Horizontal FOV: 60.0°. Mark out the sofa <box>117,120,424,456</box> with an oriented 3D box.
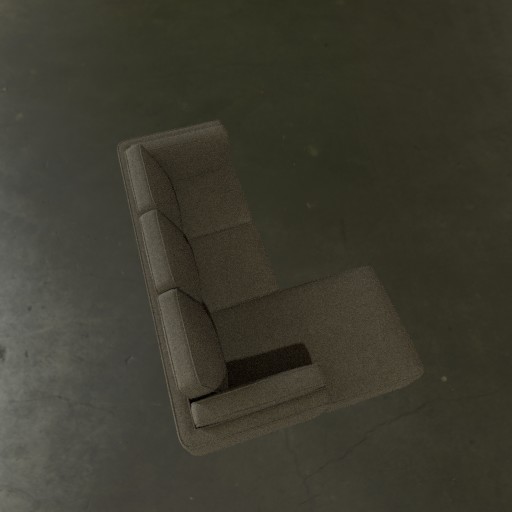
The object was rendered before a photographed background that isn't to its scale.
[{"bbox_3d":[0.000,0.000,3.301,1.604,0.929,2.411,-15,60,-9],"label":"sofa"}]
